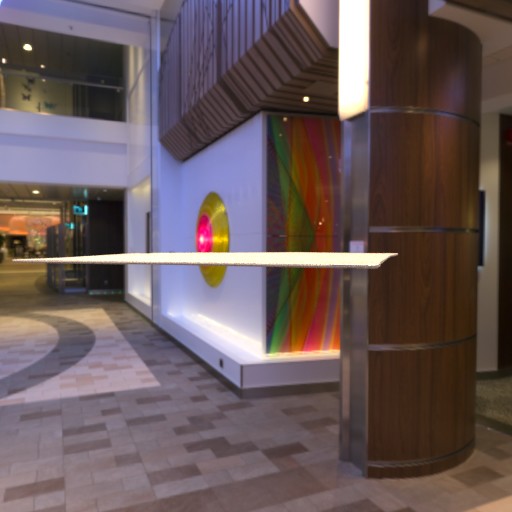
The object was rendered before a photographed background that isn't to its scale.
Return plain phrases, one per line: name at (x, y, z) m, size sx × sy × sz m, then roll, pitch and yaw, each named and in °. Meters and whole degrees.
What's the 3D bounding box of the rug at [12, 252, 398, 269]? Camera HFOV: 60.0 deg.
rug at (0.000, 0.000, 4.188) m, size 2.467 × 0.046 × 3.245 m, roll 1°, pitch 2°, yaw 20°
